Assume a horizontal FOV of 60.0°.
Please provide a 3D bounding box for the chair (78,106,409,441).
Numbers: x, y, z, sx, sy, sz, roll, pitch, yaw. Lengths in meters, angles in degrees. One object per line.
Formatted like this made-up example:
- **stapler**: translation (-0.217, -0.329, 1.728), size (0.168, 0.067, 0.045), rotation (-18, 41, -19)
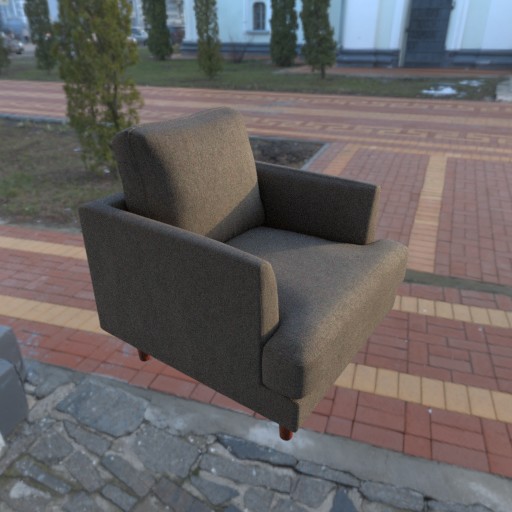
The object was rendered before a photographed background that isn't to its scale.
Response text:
- **chair**: translation (0.000, 0.000, 1.639), size (0.899, 0.957, 0.858), rotation (18, 32, 31)
